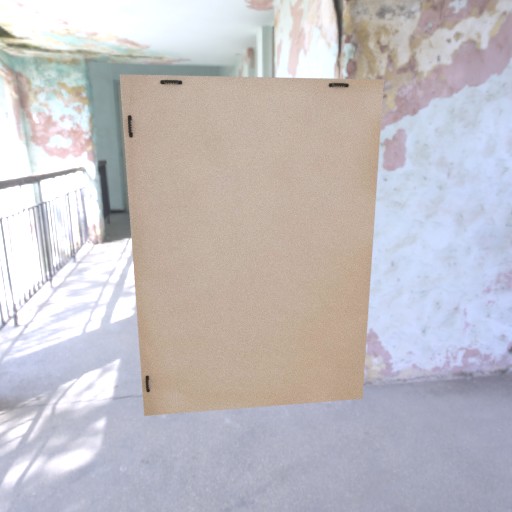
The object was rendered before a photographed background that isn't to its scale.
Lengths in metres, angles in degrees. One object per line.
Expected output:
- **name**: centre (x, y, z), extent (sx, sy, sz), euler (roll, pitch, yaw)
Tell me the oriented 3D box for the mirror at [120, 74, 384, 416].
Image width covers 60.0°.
- **mirror**: centre (0.000, 0.000, 0.945), extent (0.507, 0.710, 0.039), euler (-2, 14, -7)
